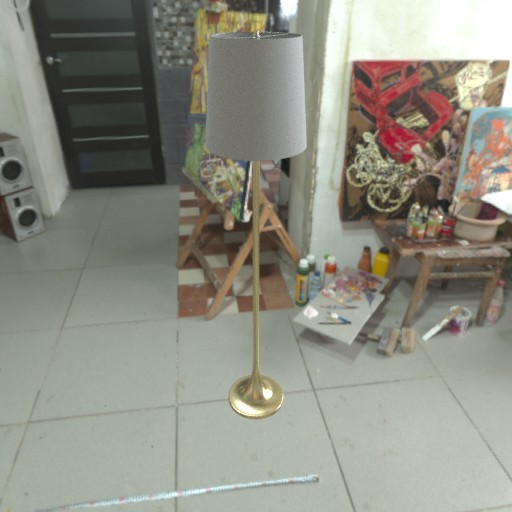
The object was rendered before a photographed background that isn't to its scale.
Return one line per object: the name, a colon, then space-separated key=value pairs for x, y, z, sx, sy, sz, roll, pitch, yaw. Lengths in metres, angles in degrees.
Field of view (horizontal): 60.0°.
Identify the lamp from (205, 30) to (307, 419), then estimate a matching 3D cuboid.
lamp: x=0.000 y=0.000 z=1.700 sx=0.337 sy=1.543 sz=0.337 roll=0 pitch=31 yaw=0
